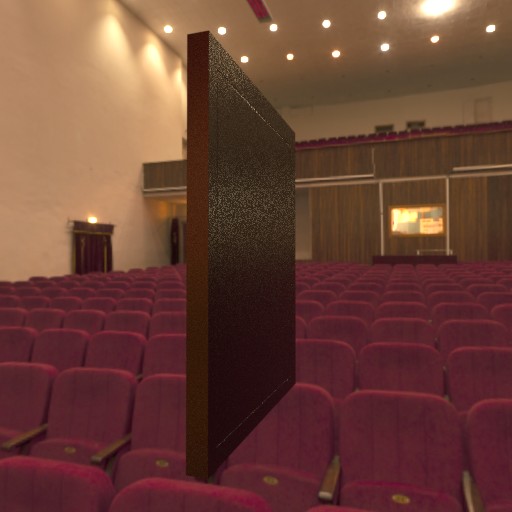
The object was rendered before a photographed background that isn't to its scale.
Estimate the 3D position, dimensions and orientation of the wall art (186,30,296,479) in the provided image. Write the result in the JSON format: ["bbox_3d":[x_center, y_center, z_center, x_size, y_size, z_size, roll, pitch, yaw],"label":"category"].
[{"bbox_3d":[0.000,0.000,0.774,0.031,0.558,0.461,0,-1,19],"label":"wall art"}]
